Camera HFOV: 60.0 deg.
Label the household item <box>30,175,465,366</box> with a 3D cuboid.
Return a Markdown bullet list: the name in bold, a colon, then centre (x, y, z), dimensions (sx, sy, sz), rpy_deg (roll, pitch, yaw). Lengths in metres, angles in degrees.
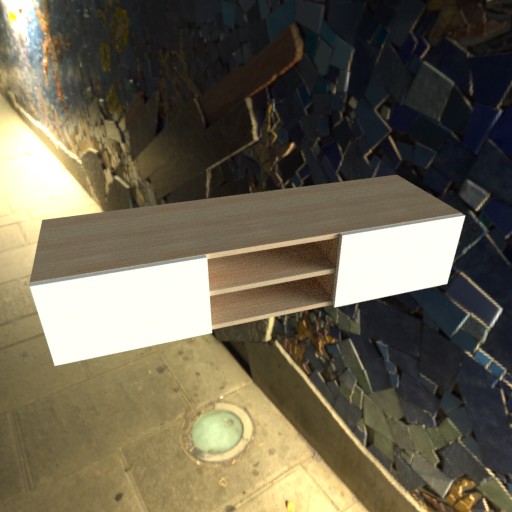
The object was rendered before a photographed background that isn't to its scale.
- **household item**: centre (0.000, 0.000, 1.608), dimensions (1.400, 0.310, 0.420), rpy_deg (-9, 32, -15)
